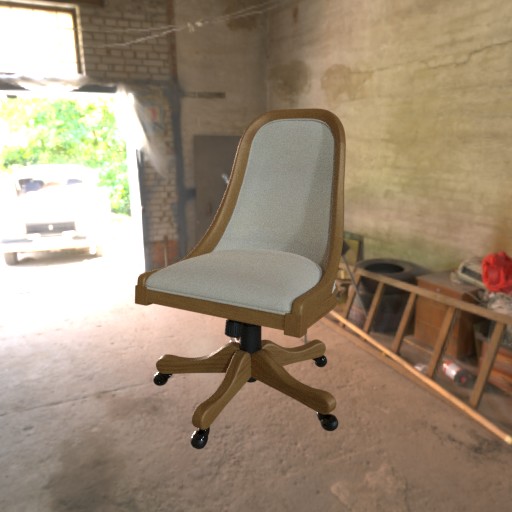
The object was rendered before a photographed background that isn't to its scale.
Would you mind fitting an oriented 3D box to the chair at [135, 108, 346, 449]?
[{"bbox_3d":[0.000,0.000,1.532,0.702,1.009,0.811,7,17,26],"label":"chair"}]
